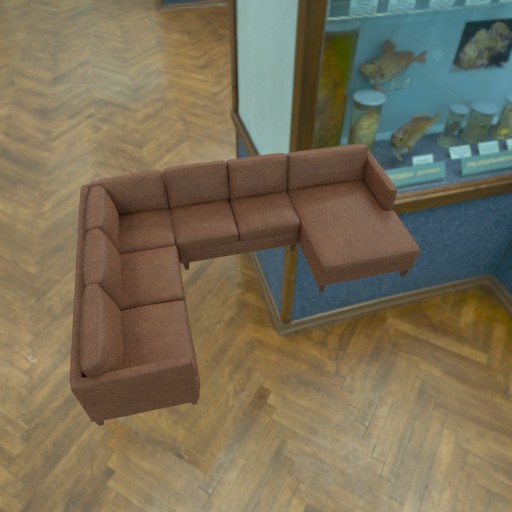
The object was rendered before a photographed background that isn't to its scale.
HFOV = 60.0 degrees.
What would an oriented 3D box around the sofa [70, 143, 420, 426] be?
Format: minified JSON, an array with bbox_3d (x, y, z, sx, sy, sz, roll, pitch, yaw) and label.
[{"bbox_3d":[0.000,0.000,4.585,3.460,0.923,2.593,-10,47,-9],"label":"sofa"}]
